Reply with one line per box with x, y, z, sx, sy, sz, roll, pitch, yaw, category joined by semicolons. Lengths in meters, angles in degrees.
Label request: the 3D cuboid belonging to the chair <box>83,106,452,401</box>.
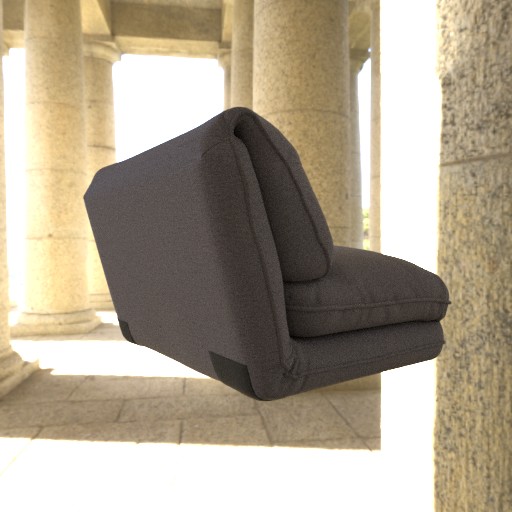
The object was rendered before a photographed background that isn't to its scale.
0.000;0.000;1.301;0.780;0.580;0.820;-1;1;-37;chair
